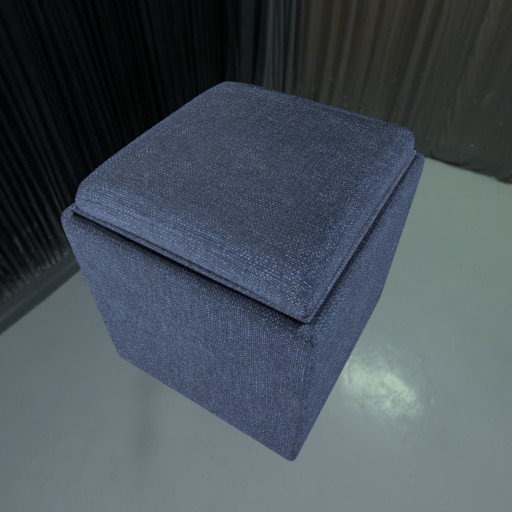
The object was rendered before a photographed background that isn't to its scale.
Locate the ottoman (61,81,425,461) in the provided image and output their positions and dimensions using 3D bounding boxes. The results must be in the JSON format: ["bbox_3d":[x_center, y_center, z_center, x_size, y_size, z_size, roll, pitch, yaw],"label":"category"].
[{"bbox_3d":[0.000,0.000,0.850,0.436,0.493,0.454,24,51,21],"label":"ottoman"}]
